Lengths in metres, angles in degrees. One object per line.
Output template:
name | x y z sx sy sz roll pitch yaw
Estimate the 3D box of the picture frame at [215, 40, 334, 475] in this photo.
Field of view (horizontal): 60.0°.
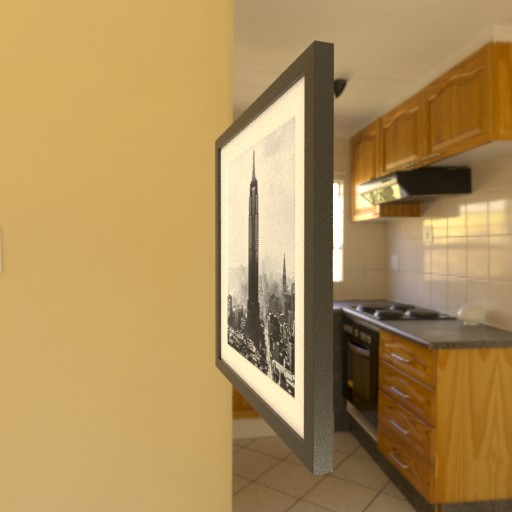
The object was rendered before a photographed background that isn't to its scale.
picture frame | 0.000 0.000 0.837 0.029 0.557 0.559 0 1 -18
